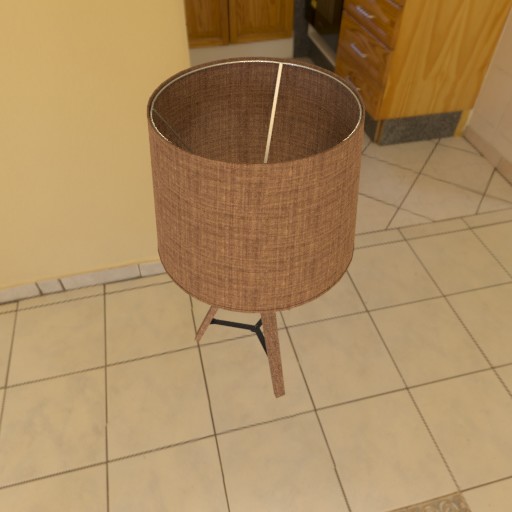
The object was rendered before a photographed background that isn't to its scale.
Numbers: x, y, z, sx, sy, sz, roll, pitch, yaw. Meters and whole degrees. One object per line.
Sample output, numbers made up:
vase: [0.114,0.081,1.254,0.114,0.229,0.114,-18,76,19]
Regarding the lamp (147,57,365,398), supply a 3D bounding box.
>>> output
lamp: [0.000,0.000,0.695,0.290,0.514,0.290,0,46,0]
